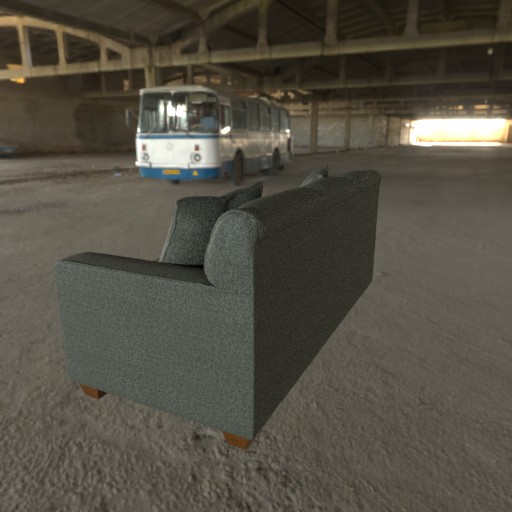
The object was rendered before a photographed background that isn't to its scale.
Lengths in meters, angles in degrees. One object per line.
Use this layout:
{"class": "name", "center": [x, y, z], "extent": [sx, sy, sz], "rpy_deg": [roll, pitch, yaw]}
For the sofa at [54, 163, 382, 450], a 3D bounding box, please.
{"class": "sofa", "center": [0.000, 0.000, 2.561], "extent": [0.997, 0.958, 2.024], "rpy_deg": [7, 17, 25]}
